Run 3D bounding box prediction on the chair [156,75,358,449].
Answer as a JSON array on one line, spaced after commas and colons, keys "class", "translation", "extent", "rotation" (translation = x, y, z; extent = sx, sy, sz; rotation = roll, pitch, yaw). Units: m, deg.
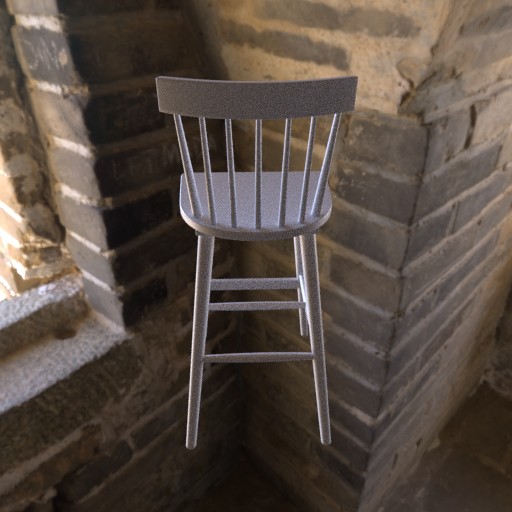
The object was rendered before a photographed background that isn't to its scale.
[{"class": "chair", "translation": [0.000, 0.000, 1.405], "extent": [0.483, 1.092, 0.572], "rotation": [-1, 29, -2]}]
